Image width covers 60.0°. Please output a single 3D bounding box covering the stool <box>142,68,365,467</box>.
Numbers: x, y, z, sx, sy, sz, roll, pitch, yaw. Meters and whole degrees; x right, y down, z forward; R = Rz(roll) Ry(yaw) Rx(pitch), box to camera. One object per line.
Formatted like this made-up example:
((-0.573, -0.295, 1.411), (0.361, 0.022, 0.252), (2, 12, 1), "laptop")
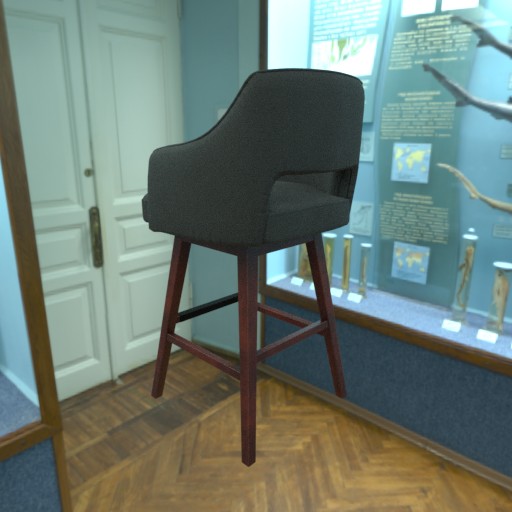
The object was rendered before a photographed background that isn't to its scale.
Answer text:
((0.000, 0.000, 1.362), (0.558, 1.012, 0.548), (15, 22, 43), "stool")
